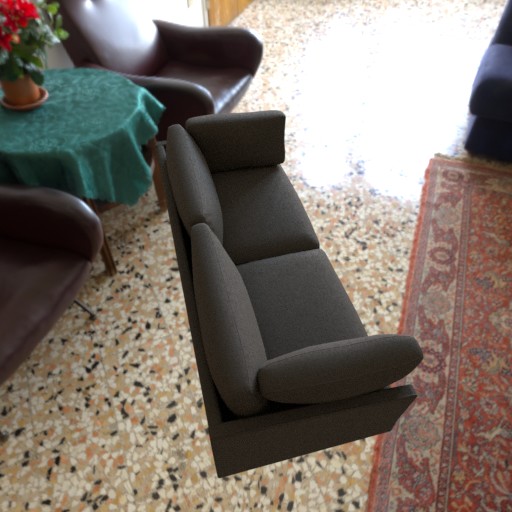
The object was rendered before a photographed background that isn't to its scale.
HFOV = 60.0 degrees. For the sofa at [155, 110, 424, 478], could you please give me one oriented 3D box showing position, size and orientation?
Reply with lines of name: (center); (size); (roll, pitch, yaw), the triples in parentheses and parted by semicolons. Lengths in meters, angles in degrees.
sofa: (0.000, 0.000, 2.767); (0.969, 0.792, 2.312); (-11, 48, -10)
